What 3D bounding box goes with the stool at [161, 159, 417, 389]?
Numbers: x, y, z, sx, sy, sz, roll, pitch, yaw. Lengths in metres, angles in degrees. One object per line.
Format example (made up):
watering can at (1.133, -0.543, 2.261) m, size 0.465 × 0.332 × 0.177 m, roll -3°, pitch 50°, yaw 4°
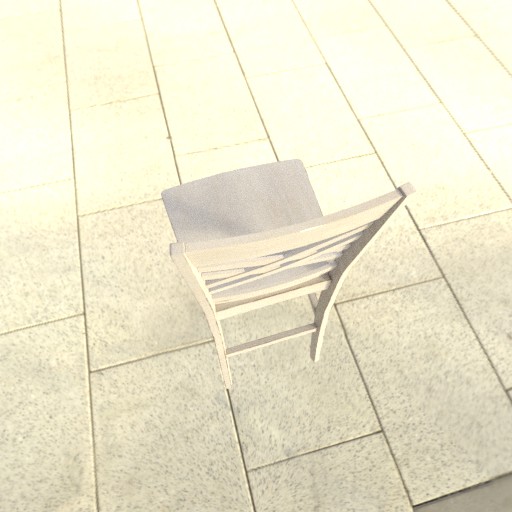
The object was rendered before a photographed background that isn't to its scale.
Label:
stool at (0.000, 0.000, 1.364) m, size 0.462 × 1.079 × 0.539 m, roll -15°, pitch 61°, yaw -9°
